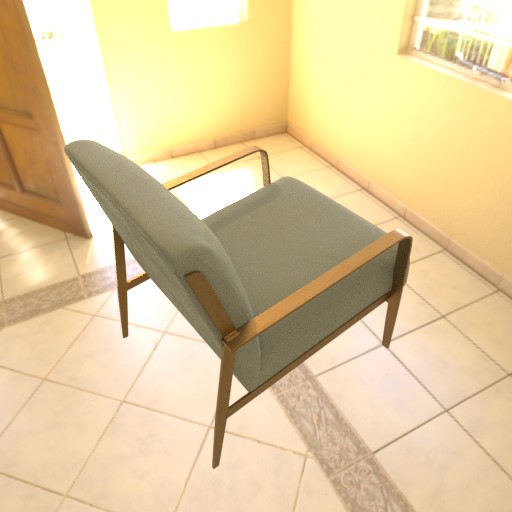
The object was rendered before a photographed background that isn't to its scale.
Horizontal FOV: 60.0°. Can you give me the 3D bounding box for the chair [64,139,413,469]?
[{"bbox_3d":[0.000,0.000,1.431,0.842,0.824,0.701,-26,47,-28],"label":"chair"}]
